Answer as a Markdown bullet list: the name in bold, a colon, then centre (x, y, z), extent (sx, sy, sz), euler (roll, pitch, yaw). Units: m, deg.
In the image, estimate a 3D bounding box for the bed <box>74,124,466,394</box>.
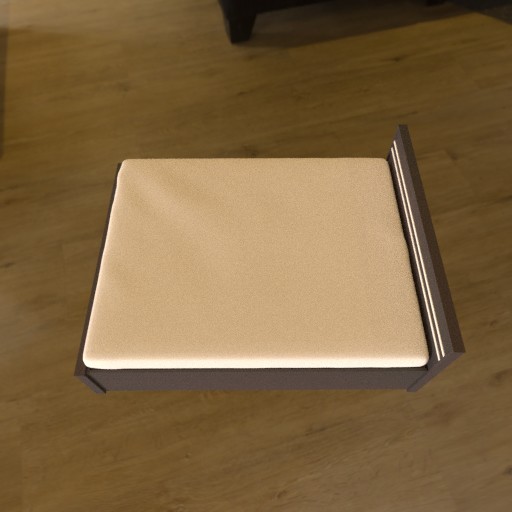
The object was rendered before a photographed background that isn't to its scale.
- **bed**: centre (0.000, 0.000, 2.994), extent (2.103, 0.808, 1.634), euler (0, 59, 0)
